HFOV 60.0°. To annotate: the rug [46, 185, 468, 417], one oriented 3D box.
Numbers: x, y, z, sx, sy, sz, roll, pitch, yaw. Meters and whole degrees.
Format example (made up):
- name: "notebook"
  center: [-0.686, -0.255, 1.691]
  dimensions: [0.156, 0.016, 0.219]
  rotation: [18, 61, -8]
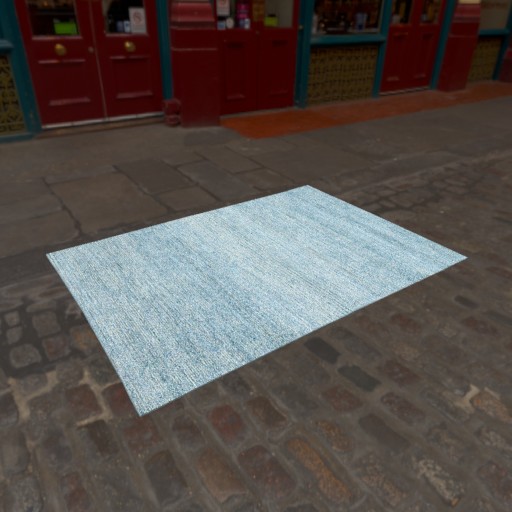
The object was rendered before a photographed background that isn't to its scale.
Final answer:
- name: "rug"
  center: [0.000, 0.000, 2.903]
  dimensions: [2.260, 0.026, 1.611]
  rotation: [-19, 35, -29]
